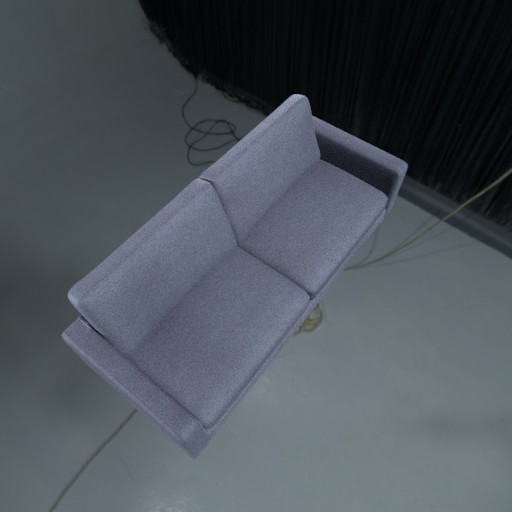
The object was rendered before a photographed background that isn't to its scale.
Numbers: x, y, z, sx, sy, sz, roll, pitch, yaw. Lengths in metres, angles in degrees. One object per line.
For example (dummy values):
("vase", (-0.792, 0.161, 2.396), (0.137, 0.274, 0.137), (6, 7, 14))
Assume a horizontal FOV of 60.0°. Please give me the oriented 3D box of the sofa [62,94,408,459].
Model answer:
("sofa", (0.000, 0.000, 2.415), (0.774, 0.828, 1.925), (33, 63, 19))
